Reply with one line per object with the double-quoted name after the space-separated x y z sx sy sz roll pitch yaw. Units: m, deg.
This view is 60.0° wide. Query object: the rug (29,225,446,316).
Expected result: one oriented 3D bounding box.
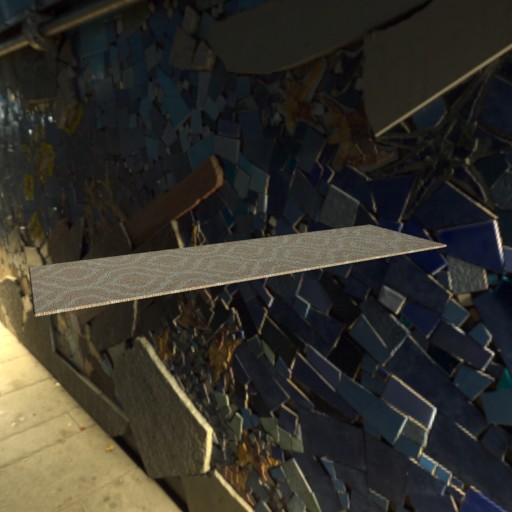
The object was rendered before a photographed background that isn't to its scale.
0.000 0.000 2.507 2.289 0.013 0.691 -8 18 -27 "rug"
